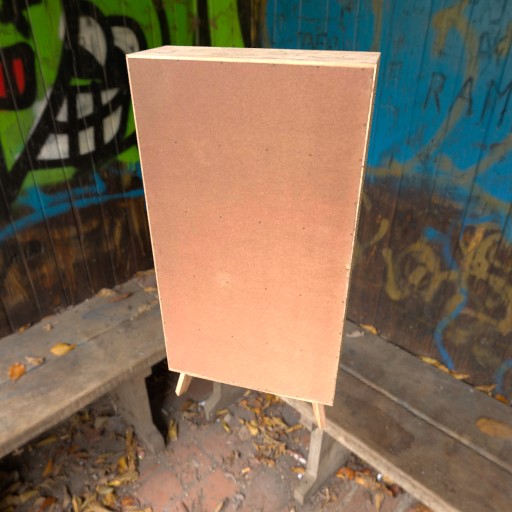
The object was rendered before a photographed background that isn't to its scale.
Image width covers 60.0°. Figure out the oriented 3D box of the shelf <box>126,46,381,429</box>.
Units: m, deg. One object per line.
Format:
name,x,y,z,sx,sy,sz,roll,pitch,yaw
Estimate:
shelf,0.000,0.000,1.759,0.748,1.471,0.308,8,32,14
